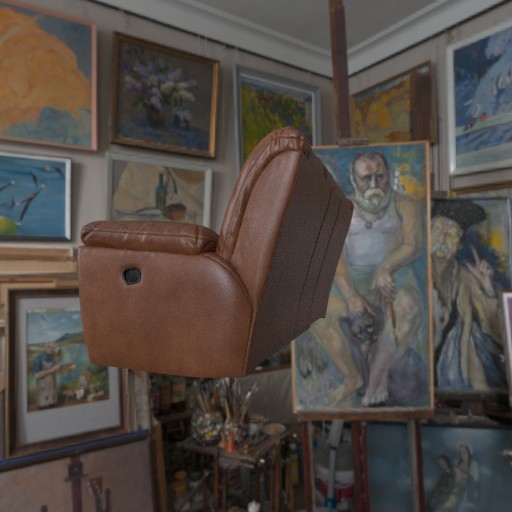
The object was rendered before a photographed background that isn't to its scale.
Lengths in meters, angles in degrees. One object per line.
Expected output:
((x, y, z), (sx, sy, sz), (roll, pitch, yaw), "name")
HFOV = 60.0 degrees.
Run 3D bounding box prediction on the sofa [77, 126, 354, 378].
((0.000, 0.000, 2.645), (0.991, 1.043, 2.058), (0, -1, 18), "sofa")
